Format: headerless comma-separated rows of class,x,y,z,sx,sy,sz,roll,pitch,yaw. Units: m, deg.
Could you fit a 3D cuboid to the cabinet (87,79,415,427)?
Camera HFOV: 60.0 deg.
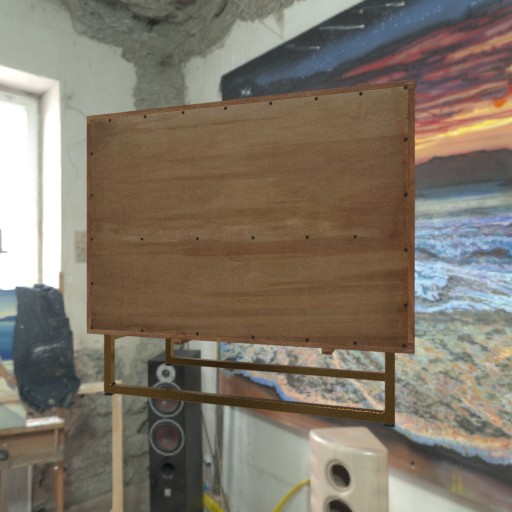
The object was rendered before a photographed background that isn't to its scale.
cabinet,0.000,0.000,1.434,0.950,0.860,0.451,0,0,17
